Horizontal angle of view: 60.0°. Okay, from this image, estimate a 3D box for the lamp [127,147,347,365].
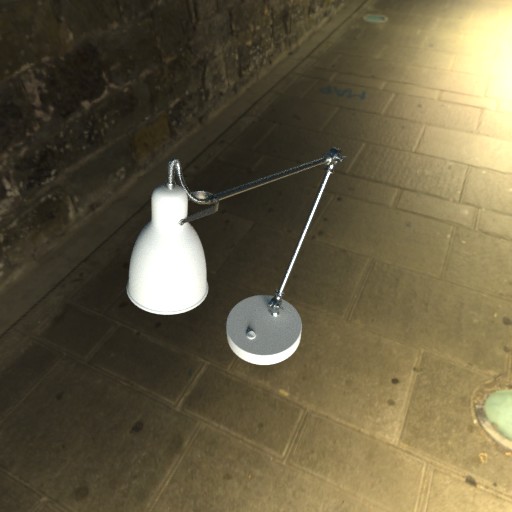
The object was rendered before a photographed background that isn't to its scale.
[{"bbox_3d":[0.000,0.000,0.900,0.187,0.587,0.561,31,52,28],"label":"lamp"}]
